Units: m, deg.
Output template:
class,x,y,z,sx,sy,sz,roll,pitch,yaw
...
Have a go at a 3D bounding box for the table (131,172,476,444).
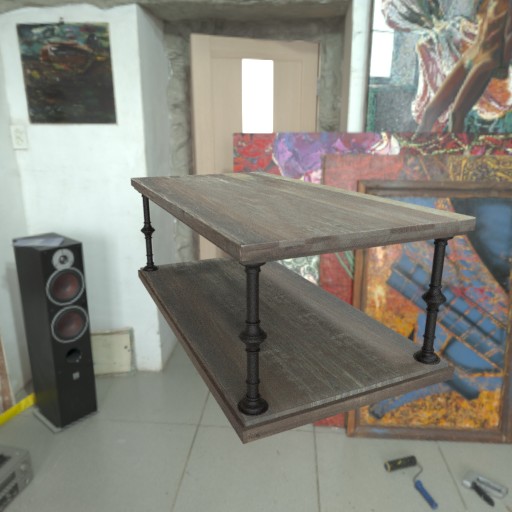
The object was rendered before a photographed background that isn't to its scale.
class,x,y,z,sx,sy,sz,roll,pitch,yaw
table,0.000,0.000,1.384,0.554,0.399,1.088,-7,18,-24
